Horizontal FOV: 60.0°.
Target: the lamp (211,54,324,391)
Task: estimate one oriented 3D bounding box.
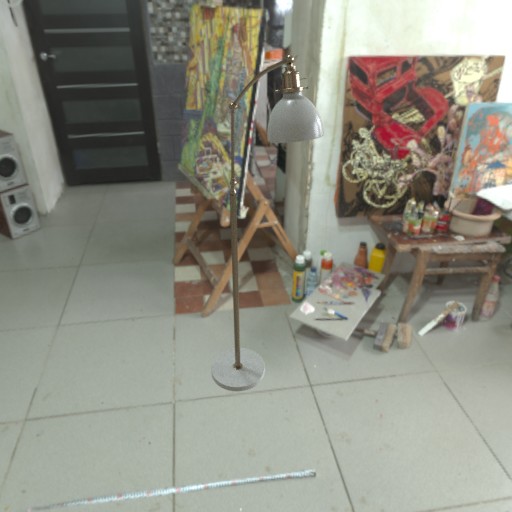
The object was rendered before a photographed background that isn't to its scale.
[{"bbox_3d":[0.000,0.000,1.867,0.288,1.586,0.599,-22,37,-32],"label":"lamp"}]
